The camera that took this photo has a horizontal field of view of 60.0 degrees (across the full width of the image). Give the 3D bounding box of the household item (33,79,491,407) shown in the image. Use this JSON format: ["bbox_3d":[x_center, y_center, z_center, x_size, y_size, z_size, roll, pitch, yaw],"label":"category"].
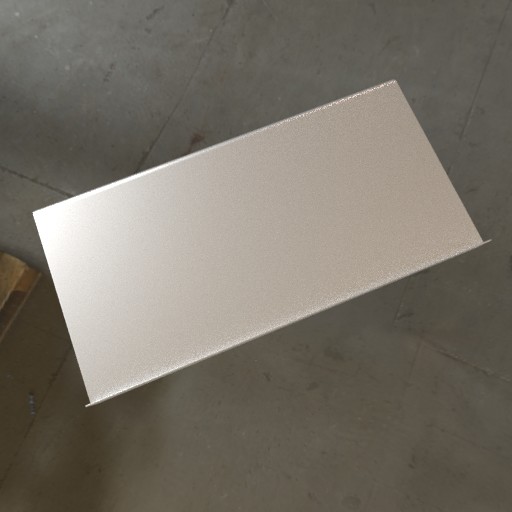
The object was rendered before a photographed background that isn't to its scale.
[{"bbox_3d":[0.000,0.000,1.704,1.219,0.851,0.610,-22,78,-5],"label":"household item"}]
